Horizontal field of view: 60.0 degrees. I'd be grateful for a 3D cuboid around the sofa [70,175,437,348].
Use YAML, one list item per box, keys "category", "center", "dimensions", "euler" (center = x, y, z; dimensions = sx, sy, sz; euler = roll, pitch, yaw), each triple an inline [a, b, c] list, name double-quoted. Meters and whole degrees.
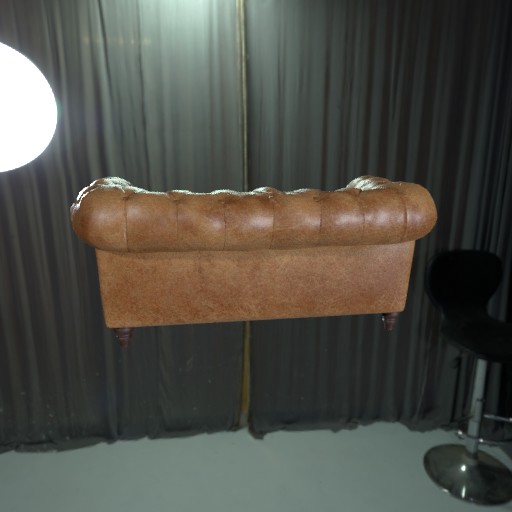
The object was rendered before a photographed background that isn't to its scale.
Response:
- category: "sofa"
  center: [0.000, 0.000, 2.593]
  dimensions: [1.979, 0.877, 1.042]
  euler: [-2, 14, -9]
